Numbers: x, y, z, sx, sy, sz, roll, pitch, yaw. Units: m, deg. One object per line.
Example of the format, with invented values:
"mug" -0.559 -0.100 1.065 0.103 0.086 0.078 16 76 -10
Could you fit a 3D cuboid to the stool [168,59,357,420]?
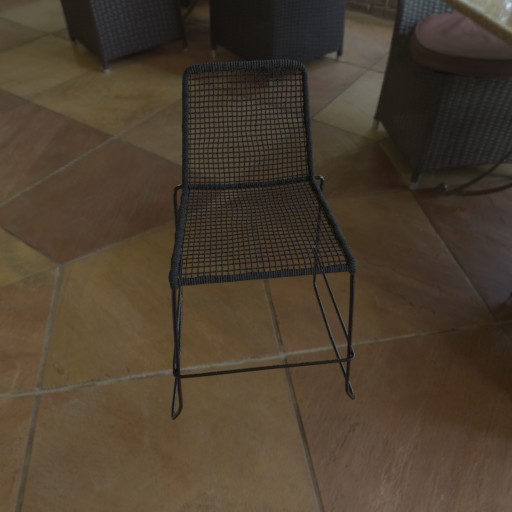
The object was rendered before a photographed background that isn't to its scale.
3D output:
"stool" 0.000 0.000 1.256 0.590 0.905 0.509 -5 46 -5
